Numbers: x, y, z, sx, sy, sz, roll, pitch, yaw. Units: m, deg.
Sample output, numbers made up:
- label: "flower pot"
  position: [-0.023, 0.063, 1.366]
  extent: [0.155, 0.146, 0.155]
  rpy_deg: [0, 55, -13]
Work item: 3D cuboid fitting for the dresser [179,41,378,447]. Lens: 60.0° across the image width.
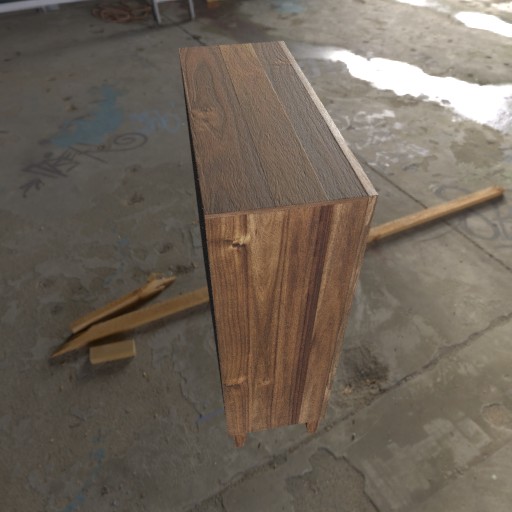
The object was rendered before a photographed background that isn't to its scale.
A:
- label: "dresser"
  position: [0.000, 0.000, 1.926]
  extent: [0.442, 1.393, 1.062]
  rpy_deg: [-7, 45, -7]
